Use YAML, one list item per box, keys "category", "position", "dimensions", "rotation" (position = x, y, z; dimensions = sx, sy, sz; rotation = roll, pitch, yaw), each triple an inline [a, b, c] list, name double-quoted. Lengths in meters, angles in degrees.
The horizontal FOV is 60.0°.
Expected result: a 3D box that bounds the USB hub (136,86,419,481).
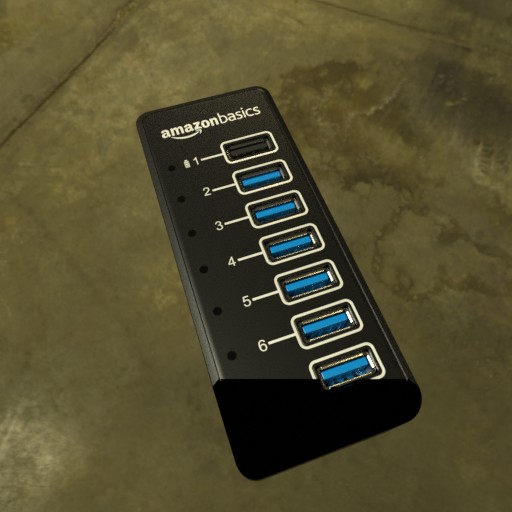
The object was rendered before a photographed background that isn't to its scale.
- category: "USB hub"
  position: [0.000, 0.000, 0.128]
  dimensions: [0.044, 0.023, 0.110]
  rotation: [-17, 63, -9]
